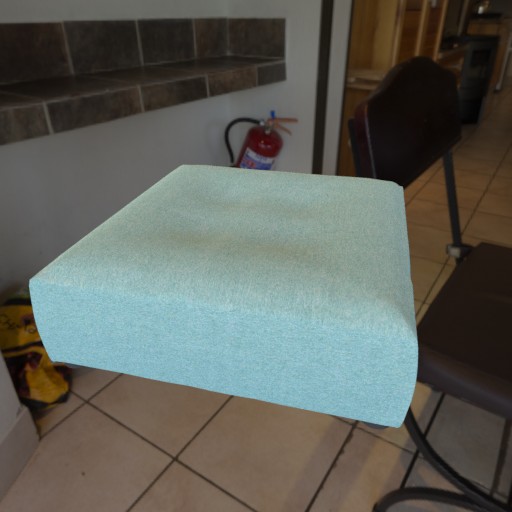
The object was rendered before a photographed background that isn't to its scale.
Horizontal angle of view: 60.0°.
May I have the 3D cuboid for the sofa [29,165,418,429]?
[{"bbox_3d":[0.000,0.000,1.426,0.930,0.330,0.930,7,30,13],"label":"sofa"}]
